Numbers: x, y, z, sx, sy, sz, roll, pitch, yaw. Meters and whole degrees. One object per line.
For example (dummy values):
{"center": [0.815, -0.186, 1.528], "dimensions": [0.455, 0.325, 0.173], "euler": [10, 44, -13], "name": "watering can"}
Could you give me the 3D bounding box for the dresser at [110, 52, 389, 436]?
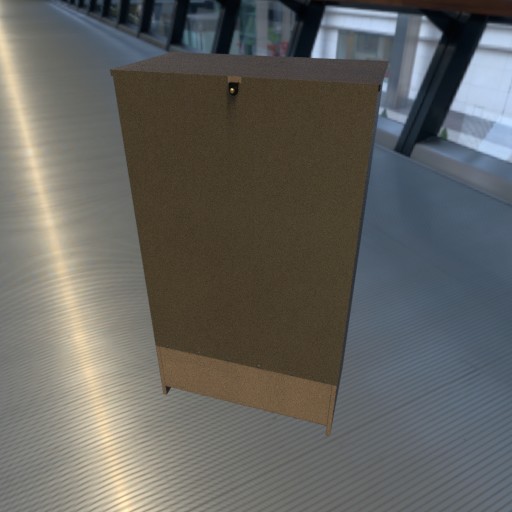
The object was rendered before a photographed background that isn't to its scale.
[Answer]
{"center": [0.000, 0.000, 1.570], "dimensions": [0.704, 1.254, 0.418], "euler": [9, 33, 14], "name": "dresser"}
